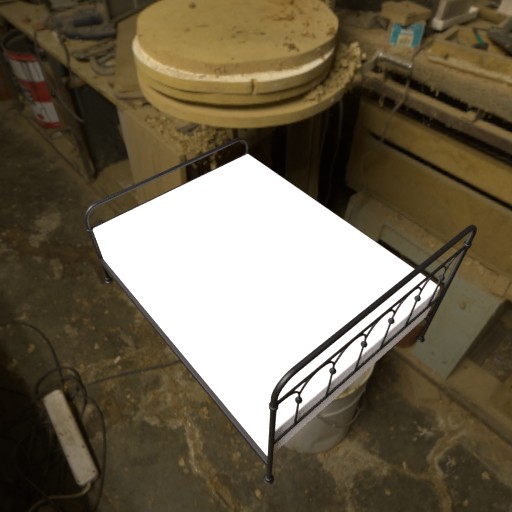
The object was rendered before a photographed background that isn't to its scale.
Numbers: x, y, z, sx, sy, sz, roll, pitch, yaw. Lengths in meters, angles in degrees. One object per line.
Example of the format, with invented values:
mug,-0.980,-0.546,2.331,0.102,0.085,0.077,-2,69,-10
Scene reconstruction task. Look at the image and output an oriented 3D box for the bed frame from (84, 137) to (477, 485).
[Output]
bed frame,0.000,0.000,3.238,1.664,1.276,2.203,-32,55,-26
